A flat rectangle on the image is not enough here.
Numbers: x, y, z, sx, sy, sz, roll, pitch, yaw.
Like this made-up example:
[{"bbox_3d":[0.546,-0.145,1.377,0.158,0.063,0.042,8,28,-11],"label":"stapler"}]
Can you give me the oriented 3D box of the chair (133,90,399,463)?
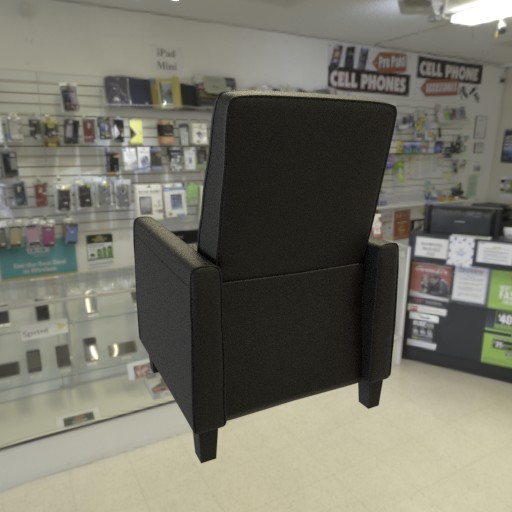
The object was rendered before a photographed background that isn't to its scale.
[{"bbox_3d":[0.000,0.000,1.545,0.705,1.013,0.746,-7,15,-26],"label":"chair"}]
